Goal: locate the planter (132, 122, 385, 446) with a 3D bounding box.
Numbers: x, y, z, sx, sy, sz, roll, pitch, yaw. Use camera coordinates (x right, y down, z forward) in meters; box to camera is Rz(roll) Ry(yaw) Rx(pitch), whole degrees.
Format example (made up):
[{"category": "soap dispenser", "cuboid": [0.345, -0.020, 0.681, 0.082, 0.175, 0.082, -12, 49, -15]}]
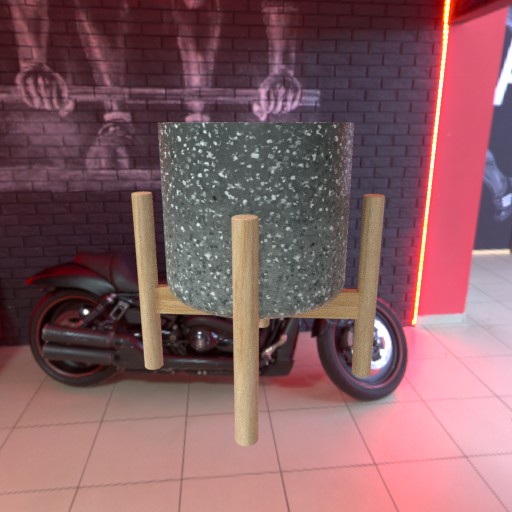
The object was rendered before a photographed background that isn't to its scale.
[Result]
[{"category": "planter", "cuboid": [0.000, 0.000, 0.557, 0.284, 0.320, 0.284, 8, 18, 25]}]
